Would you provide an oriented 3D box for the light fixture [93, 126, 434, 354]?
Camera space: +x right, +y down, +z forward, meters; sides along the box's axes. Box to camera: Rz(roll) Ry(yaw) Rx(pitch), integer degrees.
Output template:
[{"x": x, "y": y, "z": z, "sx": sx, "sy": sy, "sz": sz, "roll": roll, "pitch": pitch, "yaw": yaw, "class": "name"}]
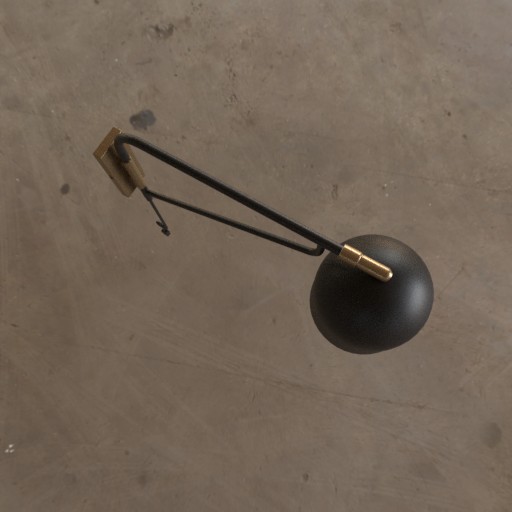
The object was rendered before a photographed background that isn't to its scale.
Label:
[{"x": 0.000, "y": 0.000, "z": 1.061, "sx": 0.720, "sy": 0.696, "sz": 0.215, "roll": 30, "pitch": 77, "yaw": 8, "class": "light fixture"}]
